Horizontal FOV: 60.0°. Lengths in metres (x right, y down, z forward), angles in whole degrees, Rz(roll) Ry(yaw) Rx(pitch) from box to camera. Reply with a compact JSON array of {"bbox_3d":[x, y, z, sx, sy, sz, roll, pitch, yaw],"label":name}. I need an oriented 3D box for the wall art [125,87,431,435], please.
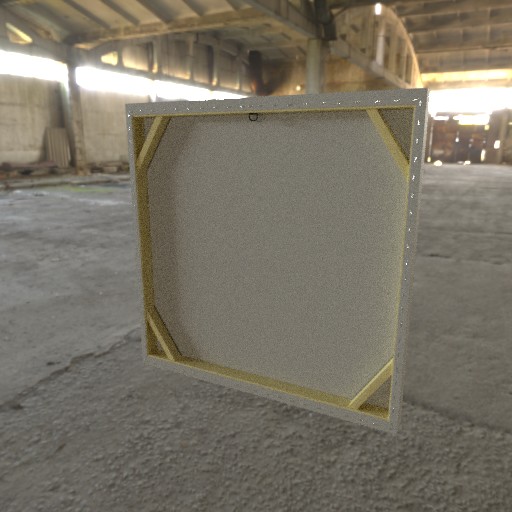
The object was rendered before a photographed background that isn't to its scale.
[{"bbox_3d":[0.000,0.000,0.903,0.610,0.610,0.038,7,16,26],"label":"wall art"}]
